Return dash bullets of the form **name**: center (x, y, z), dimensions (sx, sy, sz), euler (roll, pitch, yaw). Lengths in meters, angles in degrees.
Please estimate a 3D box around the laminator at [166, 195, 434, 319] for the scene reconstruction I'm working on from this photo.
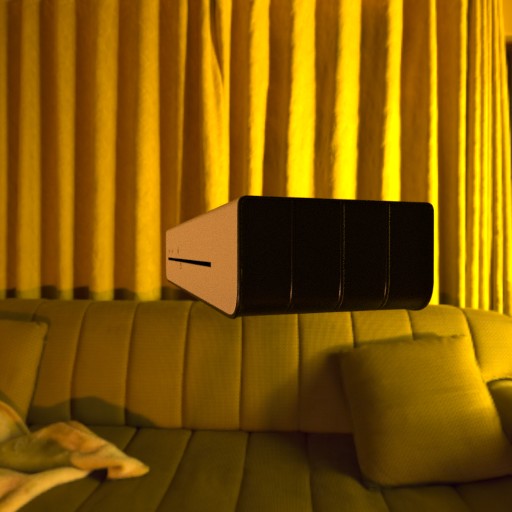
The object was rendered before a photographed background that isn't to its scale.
- **laminator**: center (0.000, 0.000, 0.391), dimensions (0.123, 0.062, 0.340), euler (0, 1, -17)
